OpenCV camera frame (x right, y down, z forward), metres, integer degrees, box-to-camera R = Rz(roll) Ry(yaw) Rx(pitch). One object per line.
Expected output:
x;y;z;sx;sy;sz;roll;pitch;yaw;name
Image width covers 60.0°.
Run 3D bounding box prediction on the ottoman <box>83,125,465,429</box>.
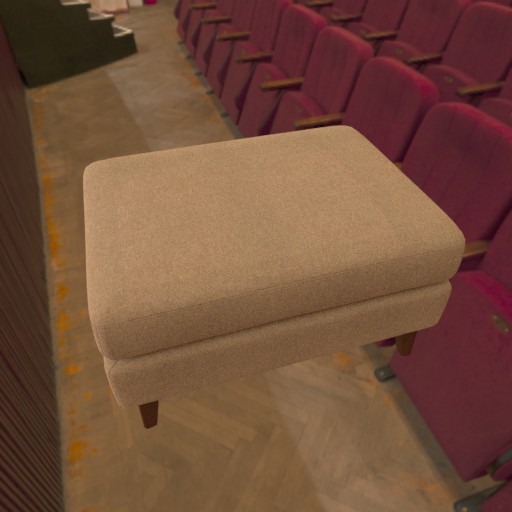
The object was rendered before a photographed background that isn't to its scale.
0.000;0.000;1.217;0.823;0.478;0.610;-12;43;-13;ottoman
